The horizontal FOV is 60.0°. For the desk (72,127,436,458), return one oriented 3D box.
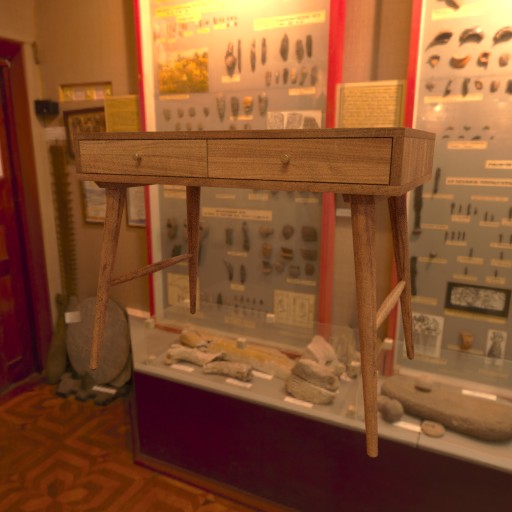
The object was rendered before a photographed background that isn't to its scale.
[{"bbox_3d":[0.000,0.000,1.418,0.949,0.758,0.588,7,16,27],"label":"desk"}]
